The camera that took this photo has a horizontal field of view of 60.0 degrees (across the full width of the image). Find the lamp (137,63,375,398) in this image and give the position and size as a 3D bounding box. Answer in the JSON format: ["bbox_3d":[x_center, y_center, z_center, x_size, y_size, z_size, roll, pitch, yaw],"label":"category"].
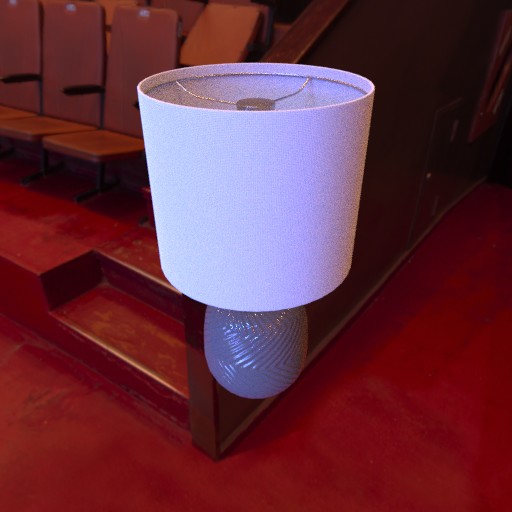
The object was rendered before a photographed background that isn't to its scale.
[{"bbox_3d":[0.000,0.000,0.492,0.207,0.366,0.207,21,38,29],"label":"lamp"}]
